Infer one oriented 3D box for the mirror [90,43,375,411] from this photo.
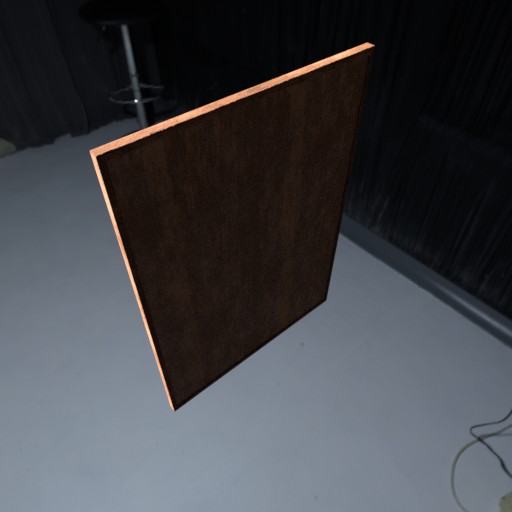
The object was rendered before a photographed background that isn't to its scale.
[{"bbox_3d":[0.000,0.000,1.399,0.796,1.099,0.028,-31,54,-26],"label":"mirror"}]
